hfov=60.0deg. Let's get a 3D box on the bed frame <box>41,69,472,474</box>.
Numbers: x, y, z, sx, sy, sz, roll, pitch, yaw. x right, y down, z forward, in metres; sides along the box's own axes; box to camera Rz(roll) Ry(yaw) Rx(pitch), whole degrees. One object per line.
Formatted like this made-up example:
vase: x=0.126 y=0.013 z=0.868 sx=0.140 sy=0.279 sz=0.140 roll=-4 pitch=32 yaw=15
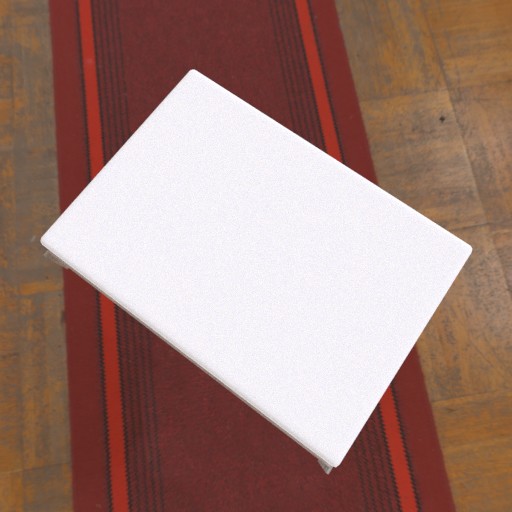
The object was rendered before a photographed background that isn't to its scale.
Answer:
bed frame: x=0.000 y=0.000 z=2.592 sx=1.945 sy=0.497 sz=1.445 roll=35 pitch=78 yaw=9
